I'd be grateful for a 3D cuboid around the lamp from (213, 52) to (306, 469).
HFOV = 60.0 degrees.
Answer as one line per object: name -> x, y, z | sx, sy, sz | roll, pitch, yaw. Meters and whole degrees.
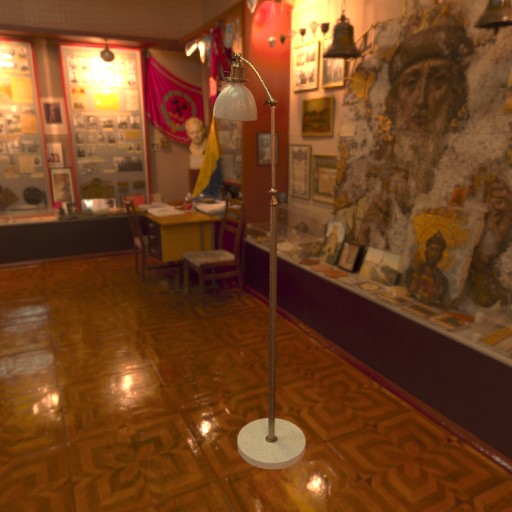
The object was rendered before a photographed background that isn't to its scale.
lamp -> 0.000, 0.000, 1.812 | 0.288, 1.586, 0.599 | -7, 16, -24
